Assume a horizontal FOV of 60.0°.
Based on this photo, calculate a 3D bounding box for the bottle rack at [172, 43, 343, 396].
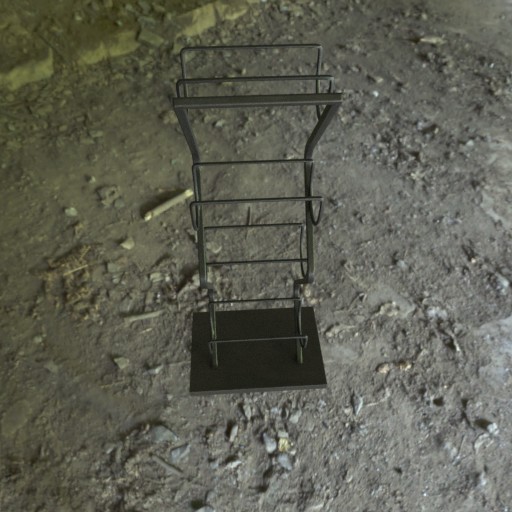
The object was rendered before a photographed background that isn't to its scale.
[{"bbox_3d":[0.000,0.000,0.677,0.254,0.559,0.178,-3,48,-2],"label":"bottle rack"}]
